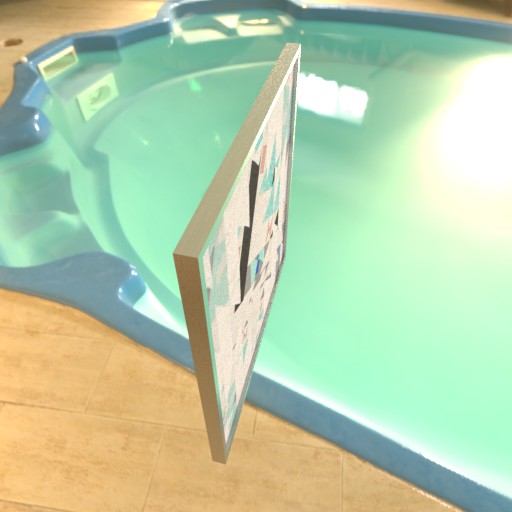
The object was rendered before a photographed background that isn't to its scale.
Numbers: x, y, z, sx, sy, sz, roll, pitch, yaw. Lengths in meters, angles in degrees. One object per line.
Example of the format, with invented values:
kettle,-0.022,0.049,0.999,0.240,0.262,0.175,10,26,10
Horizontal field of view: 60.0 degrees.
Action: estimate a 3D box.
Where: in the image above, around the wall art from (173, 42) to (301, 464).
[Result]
wall art,0.000,0.000,1.186,0.038,0.806,0.806,10,47,10
